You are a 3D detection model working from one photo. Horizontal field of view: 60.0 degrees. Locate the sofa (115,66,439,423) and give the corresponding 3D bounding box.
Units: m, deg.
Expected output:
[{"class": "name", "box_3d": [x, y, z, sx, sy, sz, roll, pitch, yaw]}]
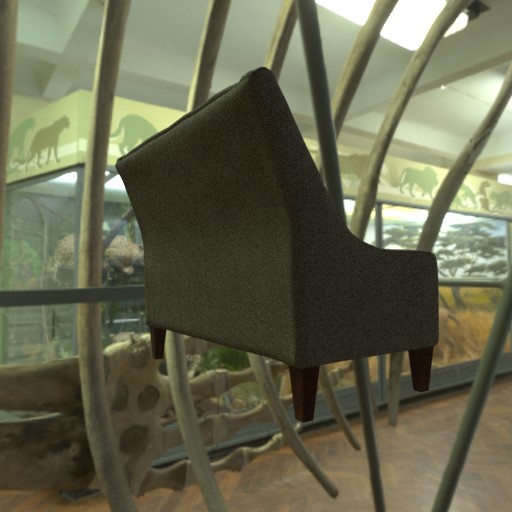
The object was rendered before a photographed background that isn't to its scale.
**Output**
[{"class": "sofa", "box_3d": [0.000, 0.000, 1.928, 0.870, 1.021, 1.242, 1, -2, -35]}]
